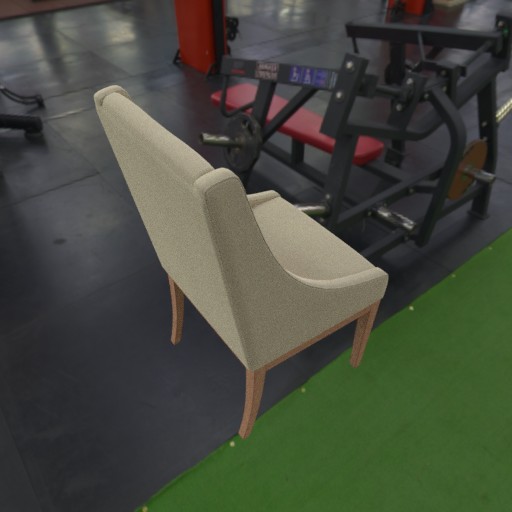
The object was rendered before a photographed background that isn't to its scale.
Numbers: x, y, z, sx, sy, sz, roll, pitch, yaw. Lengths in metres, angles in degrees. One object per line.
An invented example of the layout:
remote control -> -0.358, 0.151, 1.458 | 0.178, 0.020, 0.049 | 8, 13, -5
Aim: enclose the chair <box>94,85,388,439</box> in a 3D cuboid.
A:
chair -> 0.000, 0.000, 1.381 | 0.611, 1.021, 0.575 | -26, 48, -26
